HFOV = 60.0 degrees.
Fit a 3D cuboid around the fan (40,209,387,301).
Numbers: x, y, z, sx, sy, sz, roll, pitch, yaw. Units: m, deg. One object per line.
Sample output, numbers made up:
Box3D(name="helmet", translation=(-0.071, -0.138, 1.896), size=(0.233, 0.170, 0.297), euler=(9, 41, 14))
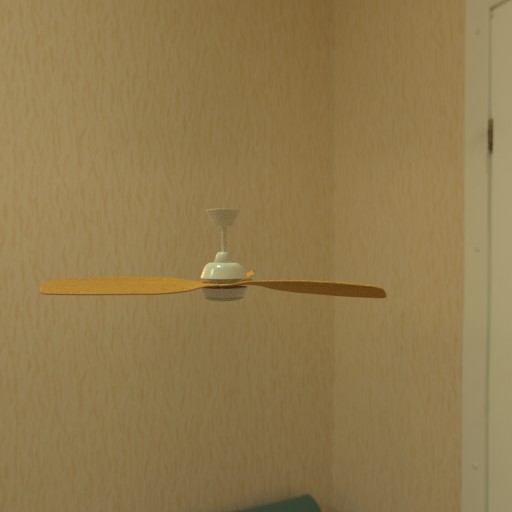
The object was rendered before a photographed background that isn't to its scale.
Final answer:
Box3D(name="fan", translation=(0.000, 0.000, 1.655), size=(1.010, 0.355, 1.142), euler=(1, 1, 37))
